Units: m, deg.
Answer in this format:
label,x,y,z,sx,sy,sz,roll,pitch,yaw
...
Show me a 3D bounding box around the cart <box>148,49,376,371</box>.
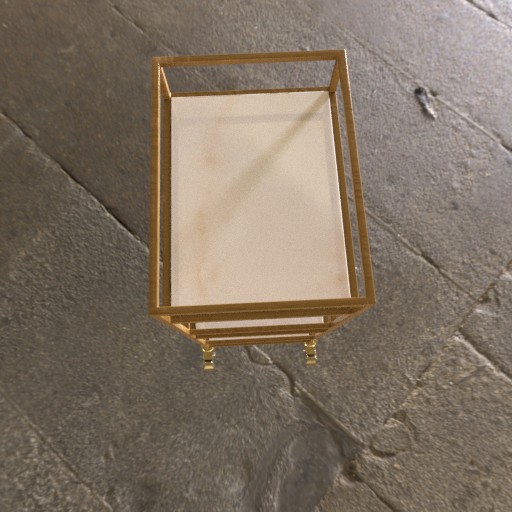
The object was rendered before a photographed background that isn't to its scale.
label,x,y,z,sx,sy,sz,roll,pitch,yaw
cart,0.000,0.000,1.004,0.332,0.761,0.483,-3,75,-1
